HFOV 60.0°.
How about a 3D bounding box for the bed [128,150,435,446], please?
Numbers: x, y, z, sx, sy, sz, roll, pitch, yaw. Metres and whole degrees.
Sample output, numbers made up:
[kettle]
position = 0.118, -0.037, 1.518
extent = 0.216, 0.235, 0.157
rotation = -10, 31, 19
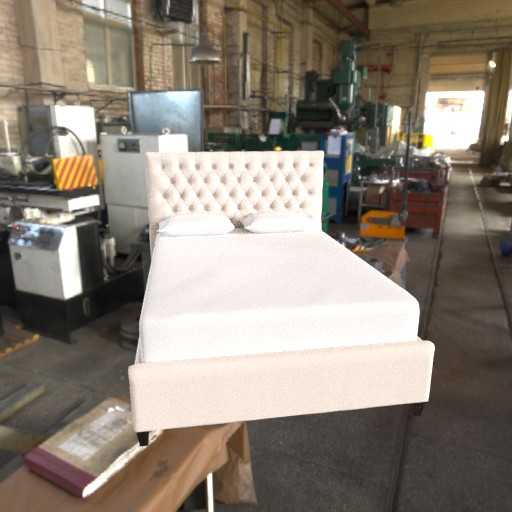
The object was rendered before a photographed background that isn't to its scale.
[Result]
[bed]
position = 0.000, 0.000, 3.327
extent = 1.696, 1.426, 2.233
rotation = -3, 16, -9
